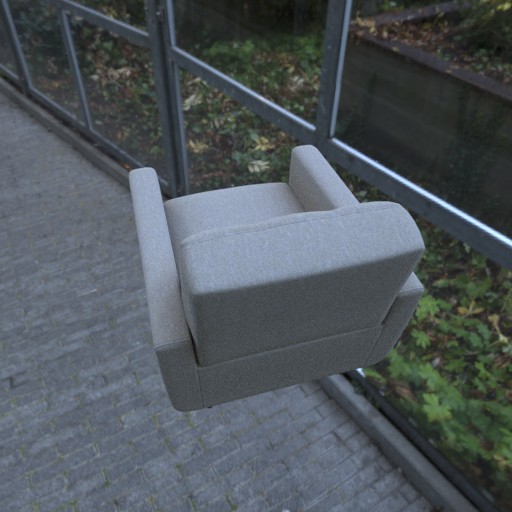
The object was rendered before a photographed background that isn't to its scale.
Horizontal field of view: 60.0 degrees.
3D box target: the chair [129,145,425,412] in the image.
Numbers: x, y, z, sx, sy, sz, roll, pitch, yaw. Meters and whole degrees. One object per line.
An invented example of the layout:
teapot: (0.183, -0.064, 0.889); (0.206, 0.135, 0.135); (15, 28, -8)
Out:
chair: (0.000, 0.000, 1.808); (0.897, 0.965, 1.128); (-11, 43, -12)
